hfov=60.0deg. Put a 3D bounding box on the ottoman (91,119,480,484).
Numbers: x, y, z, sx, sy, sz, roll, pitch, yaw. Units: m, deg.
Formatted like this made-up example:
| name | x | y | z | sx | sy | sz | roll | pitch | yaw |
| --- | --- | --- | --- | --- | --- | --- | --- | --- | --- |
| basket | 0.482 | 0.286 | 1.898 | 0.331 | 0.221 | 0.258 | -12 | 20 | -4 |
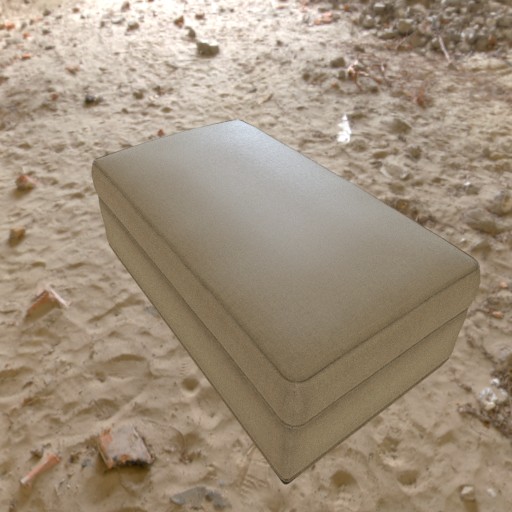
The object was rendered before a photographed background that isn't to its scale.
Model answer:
| name | x | y | z | sx | sy | sz | roll | pitch | yaw |
| --- | --- | --- | --- | --- | --- | --- | --- | --- | --- |
| ottoman | 0.000 | 0.000 | 1.383 | 0.617 | 0.461 | 1.097 | -25 | 46 | -26 |
